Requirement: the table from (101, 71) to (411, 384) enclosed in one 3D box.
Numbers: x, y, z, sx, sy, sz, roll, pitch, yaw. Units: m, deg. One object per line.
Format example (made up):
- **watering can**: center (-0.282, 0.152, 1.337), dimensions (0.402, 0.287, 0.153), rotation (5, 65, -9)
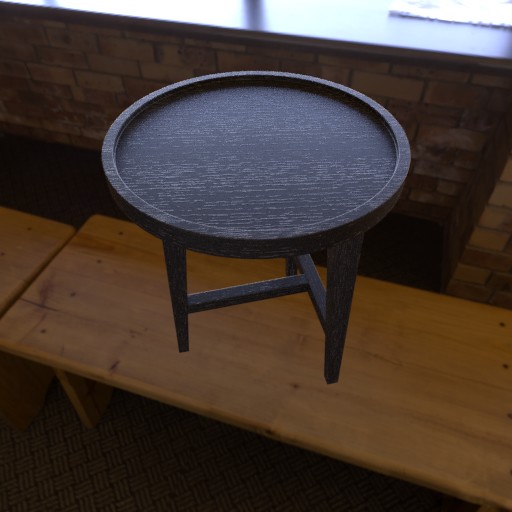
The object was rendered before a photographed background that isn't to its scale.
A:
- **table**: center (0.000, 0.000, 0.753), dimensions (0.399, 0.460, 0.399), rotation (0, 46, 0)
